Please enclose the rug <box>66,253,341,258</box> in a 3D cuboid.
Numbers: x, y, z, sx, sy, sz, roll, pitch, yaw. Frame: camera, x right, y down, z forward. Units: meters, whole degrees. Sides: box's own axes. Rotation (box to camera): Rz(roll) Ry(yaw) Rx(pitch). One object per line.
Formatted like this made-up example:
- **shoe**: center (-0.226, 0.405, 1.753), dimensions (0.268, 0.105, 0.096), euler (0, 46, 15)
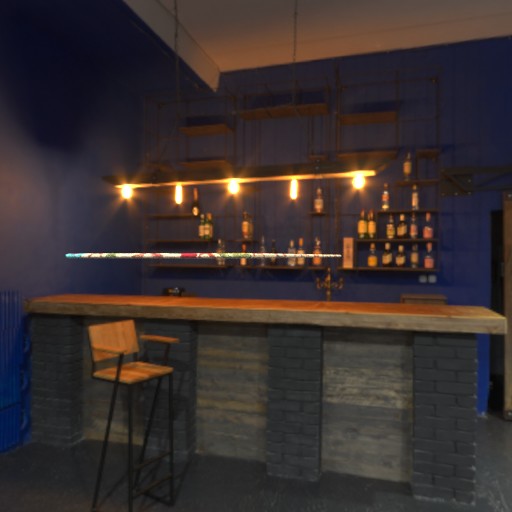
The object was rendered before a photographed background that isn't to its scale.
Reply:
- **rug**: center (0.000, 0.000, 2.518), dimensions (0.693, 0.016, 2.273), euler (0, 0, 18)
